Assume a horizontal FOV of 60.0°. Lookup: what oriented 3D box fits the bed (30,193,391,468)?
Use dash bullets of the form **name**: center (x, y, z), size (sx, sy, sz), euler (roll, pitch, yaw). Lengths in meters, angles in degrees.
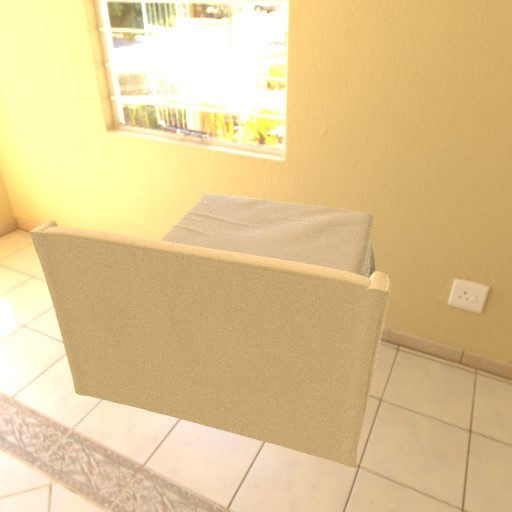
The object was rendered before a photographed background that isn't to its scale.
- **bed**: center (0.000, 0.000, 3.416), size (1.925, 1.332, 2.276), euler (9, 33, 15)
